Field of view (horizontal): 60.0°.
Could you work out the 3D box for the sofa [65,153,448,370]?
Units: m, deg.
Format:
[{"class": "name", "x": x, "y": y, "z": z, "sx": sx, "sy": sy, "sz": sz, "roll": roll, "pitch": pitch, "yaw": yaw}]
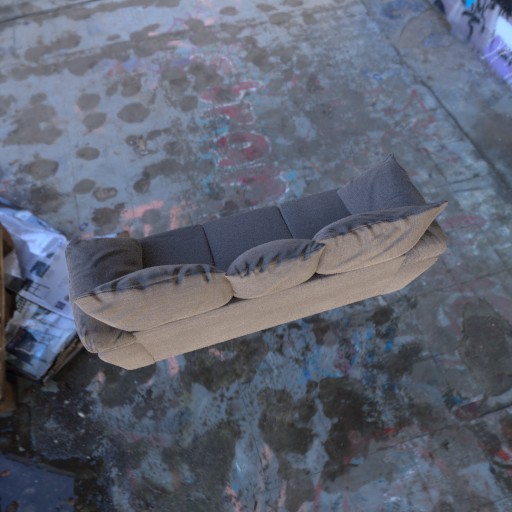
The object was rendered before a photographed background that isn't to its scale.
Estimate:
[{"class": "sofa", "x": 0.000, "y": 0.000, "z": 3.022, "sx": 2.390, "sy": 1.043, "sz": 0.927, "roll": -15, "pitch": 60, "yaw": -9}]
